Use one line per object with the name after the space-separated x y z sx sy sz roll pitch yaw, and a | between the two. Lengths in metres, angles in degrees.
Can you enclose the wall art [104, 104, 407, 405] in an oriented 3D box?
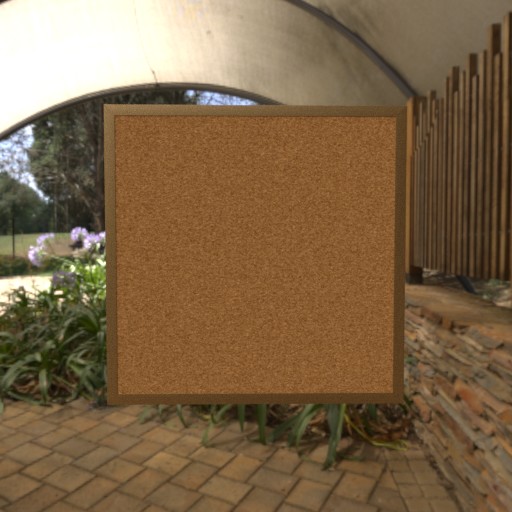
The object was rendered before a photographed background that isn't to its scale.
0.000 0.000 0.772 0.510 0.509 0.037 0 2 -1 | wall art
